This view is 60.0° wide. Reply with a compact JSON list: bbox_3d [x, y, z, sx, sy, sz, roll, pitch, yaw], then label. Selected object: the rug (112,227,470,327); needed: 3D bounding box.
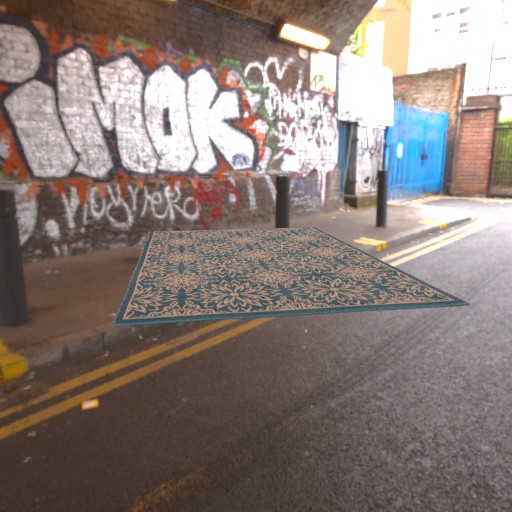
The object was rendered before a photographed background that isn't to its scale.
[{"bbox_3d":[0.000,0.000,2.337,1.211,0.012,1.833,-2,12,-10],"label":"rug"}]
